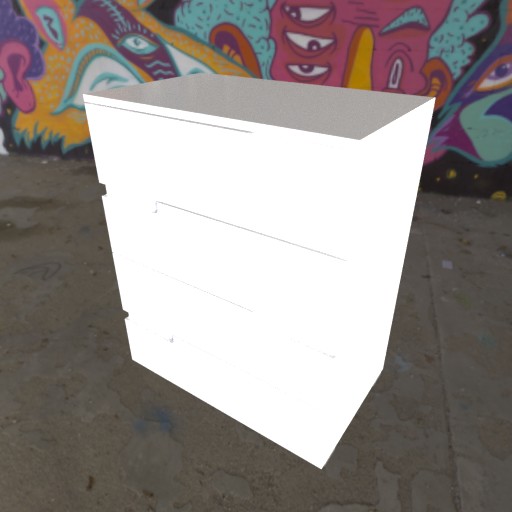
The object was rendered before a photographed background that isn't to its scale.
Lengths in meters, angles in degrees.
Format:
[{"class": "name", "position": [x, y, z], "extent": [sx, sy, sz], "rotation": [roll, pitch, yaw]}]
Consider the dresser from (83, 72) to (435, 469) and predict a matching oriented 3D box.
[{"class": "dresser", "position": [0.000, 0.000, 1.158], "extent": [0.650, 0.800, 0.400], "rotation": [19, 35, 29]}]
